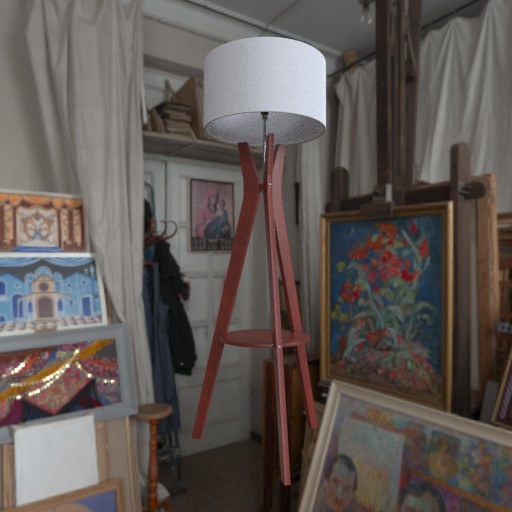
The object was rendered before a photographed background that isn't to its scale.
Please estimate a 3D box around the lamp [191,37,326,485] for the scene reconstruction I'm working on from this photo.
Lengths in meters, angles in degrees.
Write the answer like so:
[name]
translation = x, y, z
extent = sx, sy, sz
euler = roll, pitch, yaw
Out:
[lamp]
translation = 0.000, 0.000, 1.731
extent = 0.542, 1.472, 0.539
euler = 0, -1, 17
